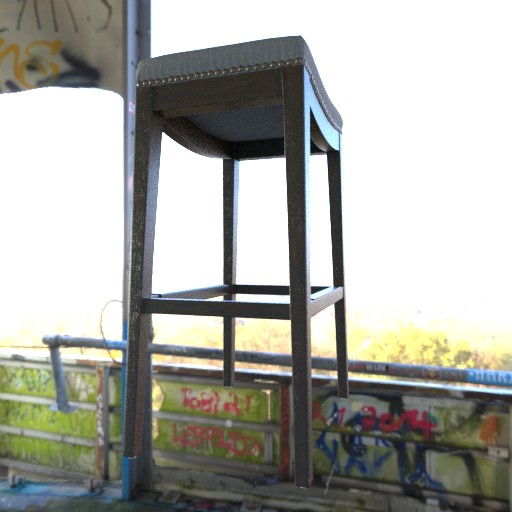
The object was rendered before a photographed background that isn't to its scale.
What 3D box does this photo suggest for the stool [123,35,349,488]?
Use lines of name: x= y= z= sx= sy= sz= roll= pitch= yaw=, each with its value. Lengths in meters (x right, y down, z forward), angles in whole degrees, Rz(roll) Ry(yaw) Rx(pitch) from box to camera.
stool: x=0.000 y=0.000 z=1.013 sx=0.356 sy=0.762 sz=0.508 roll=0 pitch=0 yaw=19
